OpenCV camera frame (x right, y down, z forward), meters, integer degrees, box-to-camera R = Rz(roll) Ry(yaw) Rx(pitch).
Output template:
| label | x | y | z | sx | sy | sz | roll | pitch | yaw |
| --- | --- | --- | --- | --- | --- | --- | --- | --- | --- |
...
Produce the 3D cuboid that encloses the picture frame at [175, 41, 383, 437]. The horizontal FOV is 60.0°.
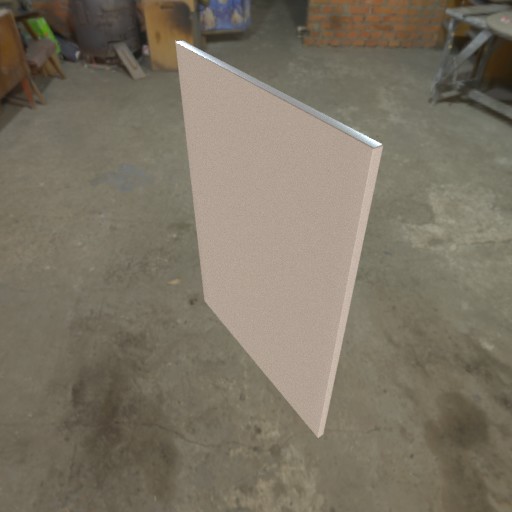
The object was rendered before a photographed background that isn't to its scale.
| label | x | y | z | sx | sy | sz | roll | pitch | yaw |
| --- | --- | --- | --- | --- | --- | --- | --- | --- | --- |
| picture frame | 0.000 | 0.000 | 0.685 | 0.012 | 0.534 | 0.381 | -25 | 47 | -25 |
